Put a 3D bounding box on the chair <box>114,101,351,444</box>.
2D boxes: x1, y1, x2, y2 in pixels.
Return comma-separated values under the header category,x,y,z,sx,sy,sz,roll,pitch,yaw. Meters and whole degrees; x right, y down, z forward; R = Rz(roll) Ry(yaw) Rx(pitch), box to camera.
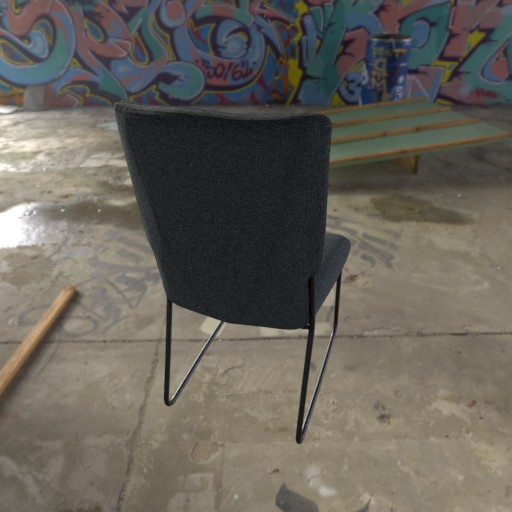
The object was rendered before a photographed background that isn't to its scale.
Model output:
category,x,y,z,sx,sy,sz,roll,pitch,yaw
chair,0.000,0.000,1.273,0.480,0.931,0.635,10,32,16
